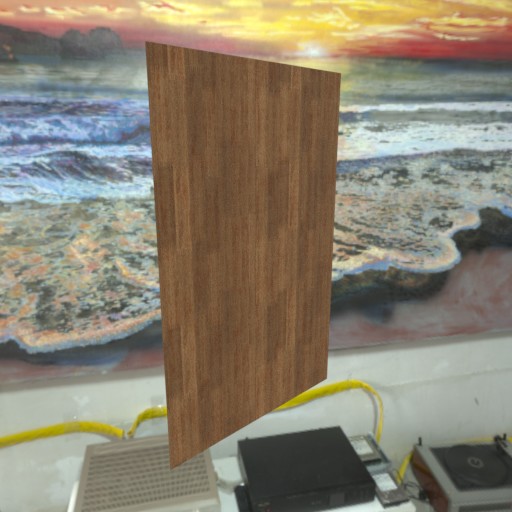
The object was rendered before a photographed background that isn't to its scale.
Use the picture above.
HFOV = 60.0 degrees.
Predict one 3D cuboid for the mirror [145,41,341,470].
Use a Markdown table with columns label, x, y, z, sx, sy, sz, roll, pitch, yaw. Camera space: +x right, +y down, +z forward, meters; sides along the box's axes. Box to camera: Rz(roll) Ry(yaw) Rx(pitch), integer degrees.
| label | x | y | z | sx | sy | sz | roll | pitch | yaw |
| --- | --- | --- | --- | --- | --- | --- | --- | --- | --- |
| mirror | 0.000 | 0.000 | 1.241 | 0.651 | 1.010 | 0.047 | -14 | 20 | -42 |
